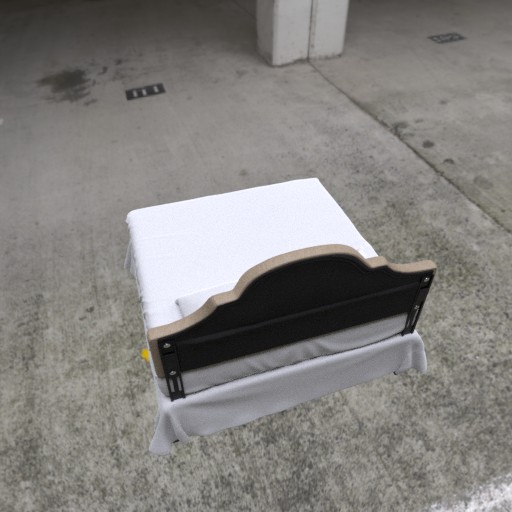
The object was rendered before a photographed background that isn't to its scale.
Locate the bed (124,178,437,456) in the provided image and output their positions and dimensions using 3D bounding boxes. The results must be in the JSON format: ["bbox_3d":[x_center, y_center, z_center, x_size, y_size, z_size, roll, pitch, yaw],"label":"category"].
[{"bbox_3d":[0.000,0.000,3.757,2.303,1.631,2.222,-12,43,-13],"label":"bed"}]
